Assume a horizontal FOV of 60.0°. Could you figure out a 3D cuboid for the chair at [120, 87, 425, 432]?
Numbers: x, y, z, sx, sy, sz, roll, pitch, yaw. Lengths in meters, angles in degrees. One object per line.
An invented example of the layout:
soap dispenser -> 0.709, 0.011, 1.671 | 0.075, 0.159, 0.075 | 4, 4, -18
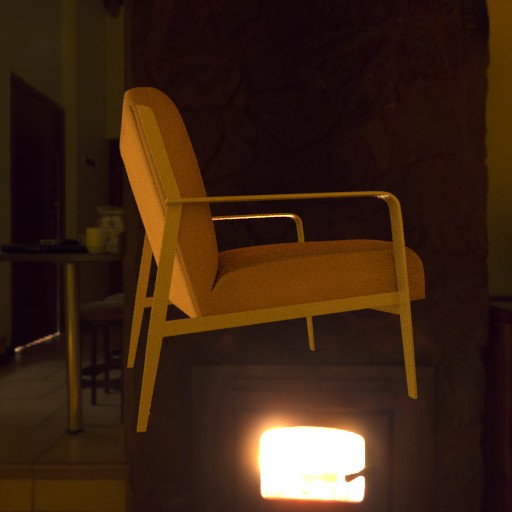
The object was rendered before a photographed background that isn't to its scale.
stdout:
chair -> 0.000, 0.000, 1.458 | 0.848, 0.823, 0.701 | 0, 0, -18
